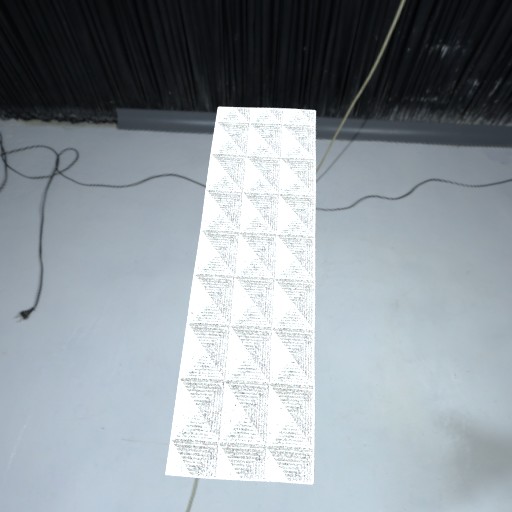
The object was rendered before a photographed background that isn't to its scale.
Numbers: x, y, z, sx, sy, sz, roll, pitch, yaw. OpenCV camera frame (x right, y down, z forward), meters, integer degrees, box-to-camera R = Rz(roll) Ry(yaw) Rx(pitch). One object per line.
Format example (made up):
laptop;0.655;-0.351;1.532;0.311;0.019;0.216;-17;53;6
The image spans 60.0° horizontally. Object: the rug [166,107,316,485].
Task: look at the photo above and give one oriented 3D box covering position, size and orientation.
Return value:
rug;0.000;0.000;2.404;0.645;0.015;2.182;3;63;2
